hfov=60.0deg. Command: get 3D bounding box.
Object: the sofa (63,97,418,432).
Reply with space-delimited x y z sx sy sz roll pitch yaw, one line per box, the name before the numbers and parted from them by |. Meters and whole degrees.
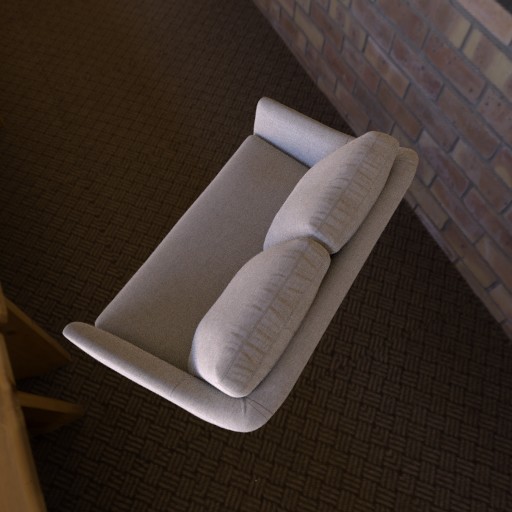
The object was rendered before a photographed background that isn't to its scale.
sofa | 0.000 0.000 2.187 0.960 0.904 1.619 29 67 14
